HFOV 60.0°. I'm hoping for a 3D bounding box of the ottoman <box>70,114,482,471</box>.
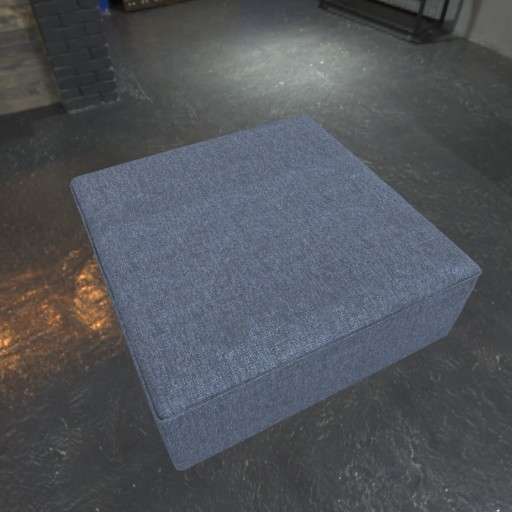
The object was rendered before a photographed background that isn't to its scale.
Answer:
[{"bbox_3d":[0.000,0.000,1.565,1.023,0.423,1.017,-20,50,-18],"label":"ottoman"}]
